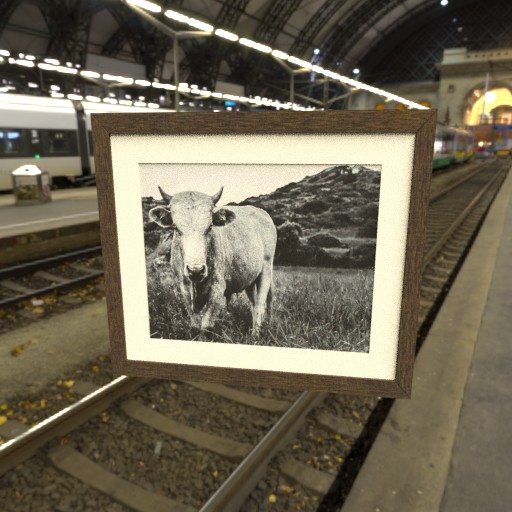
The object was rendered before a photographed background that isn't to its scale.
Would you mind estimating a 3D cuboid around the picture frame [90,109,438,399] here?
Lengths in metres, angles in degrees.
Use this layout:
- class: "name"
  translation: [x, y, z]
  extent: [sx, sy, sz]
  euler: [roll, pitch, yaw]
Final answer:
- class: "picture frame"
  translation: [0.000, 0.000, 0.533]
  extent: [0.378, 0.330, 0.033]
  euler: [2, 14, 9]
